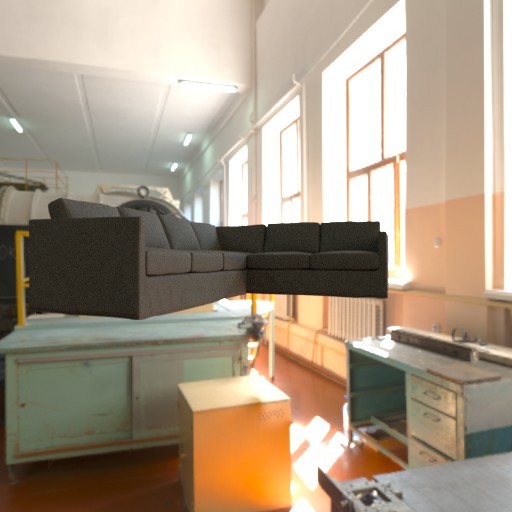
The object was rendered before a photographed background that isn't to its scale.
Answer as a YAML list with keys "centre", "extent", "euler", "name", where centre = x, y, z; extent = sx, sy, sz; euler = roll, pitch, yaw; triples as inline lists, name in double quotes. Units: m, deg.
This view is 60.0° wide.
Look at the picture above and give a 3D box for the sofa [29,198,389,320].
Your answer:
- centre: [0.000, 0.000, 4.314]
  extent: [2.432, 0.871, 3.182]
  euler: [0, 0, 18]
  name: "sofa"
